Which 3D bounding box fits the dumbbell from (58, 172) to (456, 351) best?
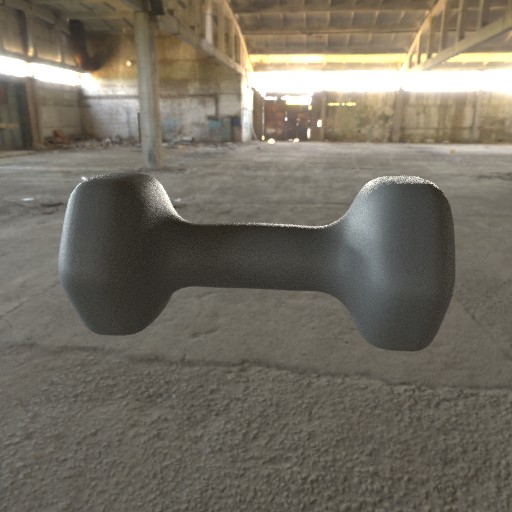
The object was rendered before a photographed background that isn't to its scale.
[{"bbox_3d":[0.000,0.000,0.228,0.184,0.081,0.090,2,17,7],"label":"dumbbell"}]
